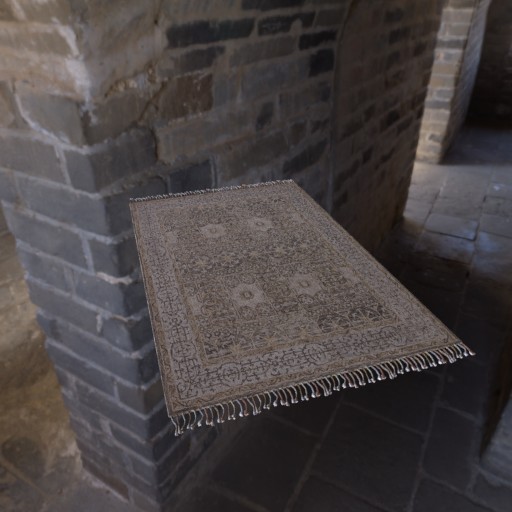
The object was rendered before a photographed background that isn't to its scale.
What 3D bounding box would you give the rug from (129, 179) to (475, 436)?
[{"bbox_3d":[0.000,0.000,2.461,1.237,0.010,2.029,-9,33,-15],"label":"rug"}]
